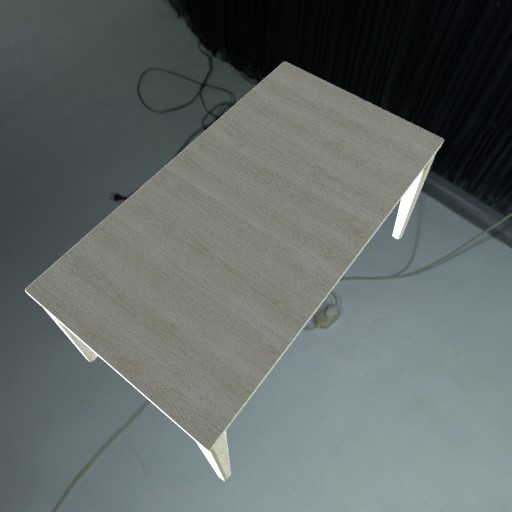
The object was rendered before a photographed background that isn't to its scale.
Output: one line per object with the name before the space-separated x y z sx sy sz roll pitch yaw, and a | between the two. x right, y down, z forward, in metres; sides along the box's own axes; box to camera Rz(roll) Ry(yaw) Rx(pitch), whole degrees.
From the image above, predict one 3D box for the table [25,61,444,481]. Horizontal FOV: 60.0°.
table | 0.000 0.000 2.036 0.900 0.760 1.600 34 66 18
